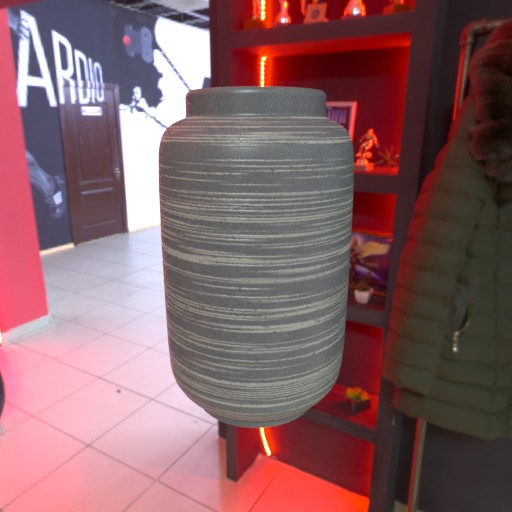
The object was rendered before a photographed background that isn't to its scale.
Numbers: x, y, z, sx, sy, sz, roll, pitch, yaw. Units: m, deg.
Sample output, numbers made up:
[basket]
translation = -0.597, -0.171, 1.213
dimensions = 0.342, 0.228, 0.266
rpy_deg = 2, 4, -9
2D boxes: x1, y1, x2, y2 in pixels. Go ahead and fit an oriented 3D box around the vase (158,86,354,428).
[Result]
[vase]
translation = 0.000, 0.000, 0.717
dimensions = 0.297, 0.499, 0.297
rpy_deg = 0, 16, 0
